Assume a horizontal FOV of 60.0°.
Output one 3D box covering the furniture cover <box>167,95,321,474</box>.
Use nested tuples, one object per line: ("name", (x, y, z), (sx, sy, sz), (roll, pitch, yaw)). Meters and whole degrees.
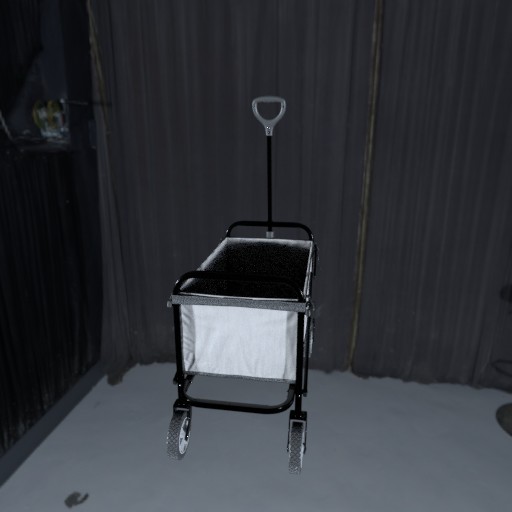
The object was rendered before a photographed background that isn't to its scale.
("furniture cover", (0.000, 0.000, 1.839), (0.532, 1.295, 1.038), (3, 17, 9))
